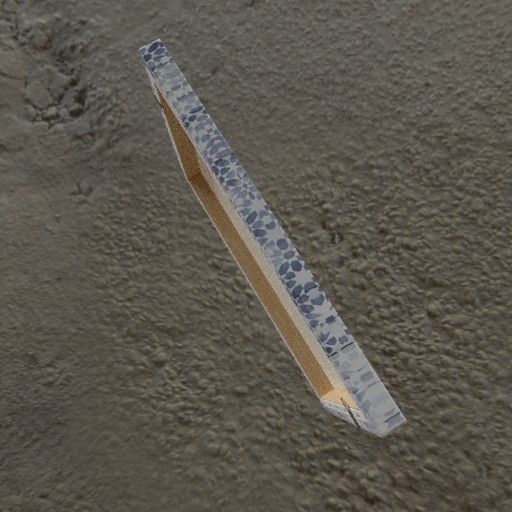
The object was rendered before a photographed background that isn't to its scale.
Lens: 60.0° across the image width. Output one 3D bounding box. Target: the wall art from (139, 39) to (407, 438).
[{"bbox_3d":[0.000,0.000,1.144,0.057,0.608,0.911,-30,77,-8],"label":"wall art"}]
